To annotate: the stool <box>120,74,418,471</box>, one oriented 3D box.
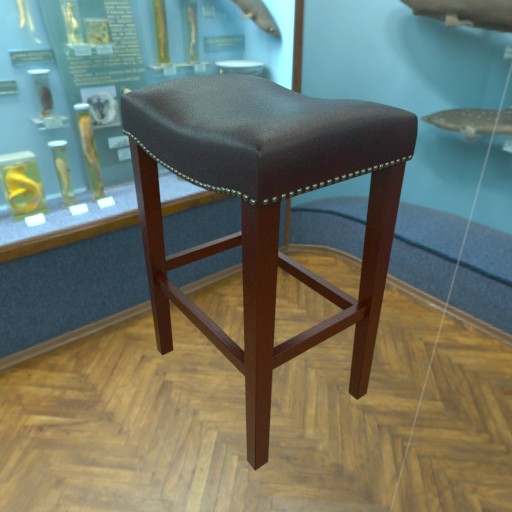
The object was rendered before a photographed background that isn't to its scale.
[{"bbox_3d":[0.000,0.000,1.039,0.372,0.742,0.504,-21,37,-31],"label":"stool"}]
